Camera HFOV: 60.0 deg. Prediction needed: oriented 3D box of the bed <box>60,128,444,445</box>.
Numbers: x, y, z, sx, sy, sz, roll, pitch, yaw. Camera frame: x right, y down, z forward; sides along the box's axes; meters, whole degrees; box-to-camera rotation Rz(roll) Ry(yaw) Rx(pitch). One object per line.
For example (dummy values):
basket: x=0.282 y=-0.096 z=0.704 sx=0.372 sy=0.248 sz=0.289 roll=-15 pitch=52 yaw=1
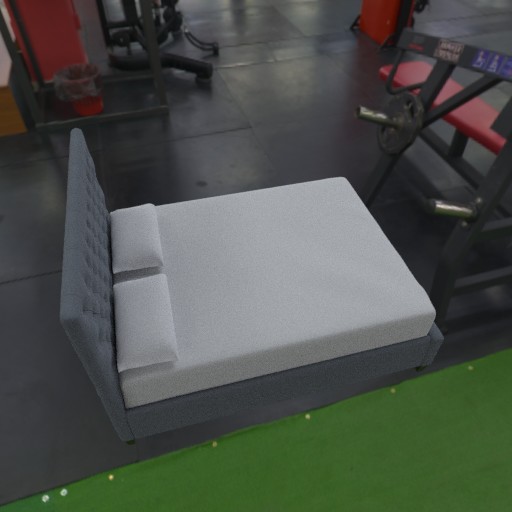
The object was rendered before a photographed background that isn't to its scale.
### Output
bed: x=0.000 y=0.000 z=3.182 sx=2.231 sy=1.427 sz=1.698 roll=-11 pitch=47 yaw=-10
